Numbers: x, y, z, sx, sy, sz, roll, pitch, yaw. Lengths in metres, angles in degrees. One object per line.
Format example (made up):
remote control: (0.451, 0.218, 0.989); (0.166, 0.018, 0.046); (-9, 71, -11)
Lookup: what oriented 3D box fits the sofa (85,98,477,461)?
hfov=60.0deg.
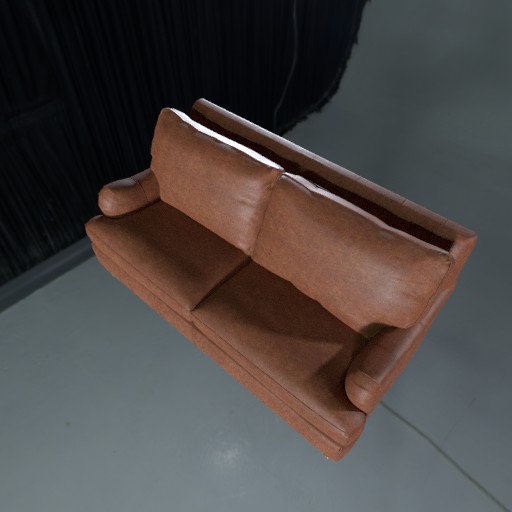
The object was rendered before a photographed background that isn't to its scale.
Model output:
sofa: (0.000, 0.000, 2.747); (2.144, 1.071, 1.147); (34, 57, 26)
